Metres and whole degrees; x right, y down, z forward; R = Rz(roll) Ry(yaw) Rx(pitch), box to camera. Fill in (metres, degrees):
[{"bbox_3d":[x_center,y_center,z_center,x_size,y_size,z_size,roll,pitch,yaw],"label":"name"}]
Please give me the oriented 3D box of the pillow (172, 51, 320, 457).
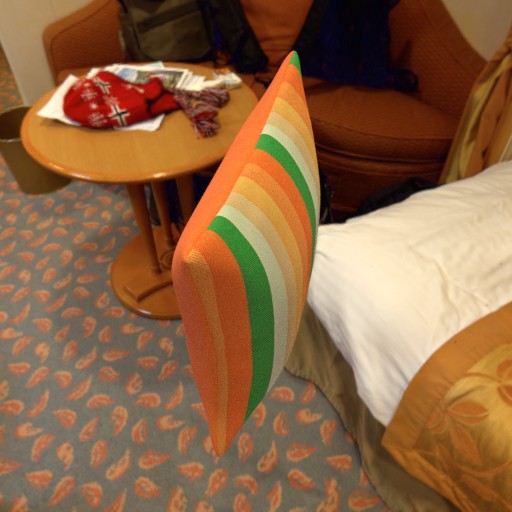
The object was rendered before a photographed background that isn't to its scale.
[{"bbox_3d":[0.000,0.000,0.678,0.169,0.444,0.453,11,47,10],"label":"pillow"}]
